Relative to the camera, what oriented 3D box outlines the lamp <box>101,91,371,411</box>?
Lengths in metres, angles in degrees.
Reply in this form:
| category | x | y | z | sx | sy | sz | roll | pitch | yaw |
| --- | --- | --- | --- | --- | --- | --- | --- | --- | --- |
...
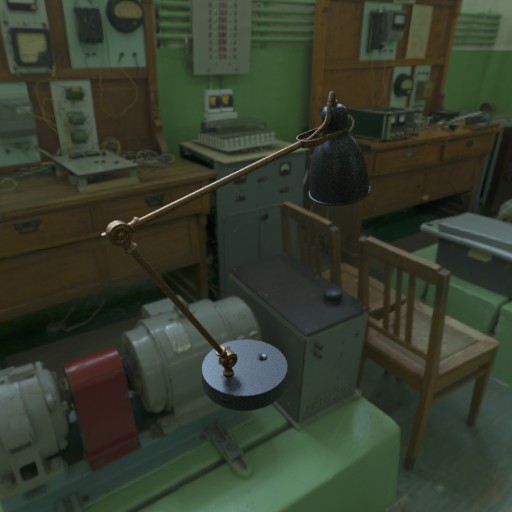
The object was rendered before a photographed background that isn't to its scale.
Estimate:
| category | x | y | z | sx | sy | sz | roll | pitch | yaw |
| --- | --- | --- | --- | --- | --- | --- | --- | --- | --- |
| lamp | 0.000 | 0.000 | 0.863 | 0.561 | 0.587 | 0.187 | -17 | 31 | -32 |
